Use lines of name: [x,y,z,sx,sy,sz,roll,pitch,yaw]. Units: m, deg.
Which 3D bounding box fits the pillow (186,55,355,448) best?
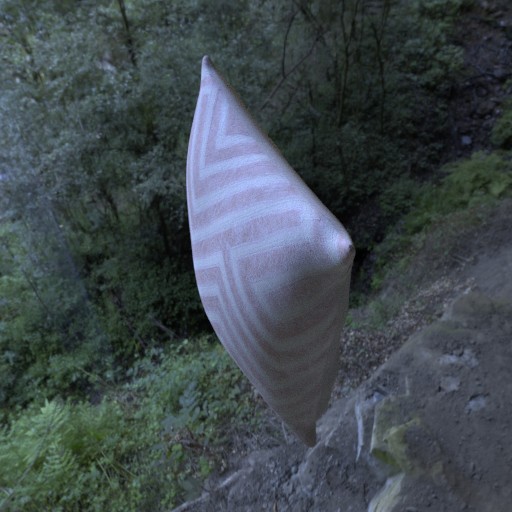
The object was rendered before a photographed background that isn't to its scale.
pillow: [0.000,0.000,0.664,0.182,0.441,0.440,-16,47,-15]
